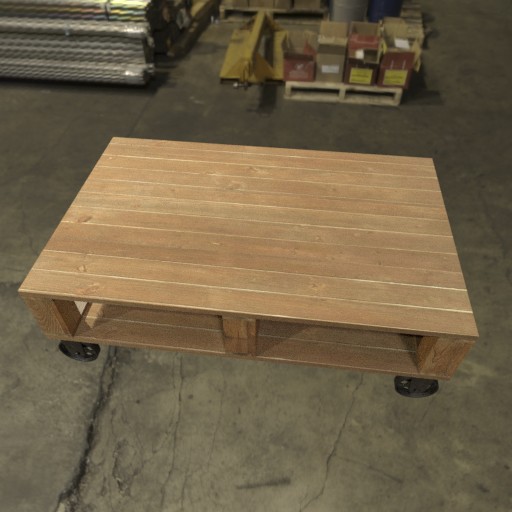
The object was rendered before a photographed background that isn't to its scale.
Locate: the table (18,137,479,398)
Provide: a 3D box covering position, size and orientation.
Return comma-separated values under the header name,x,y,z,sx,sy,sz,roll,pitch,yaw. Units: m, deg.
name,x,y,z,sx,sy,sz,roll,pitch,yaw
table,0.000,0.000,1.668,1.299,0.413,0.827,5,47,5
